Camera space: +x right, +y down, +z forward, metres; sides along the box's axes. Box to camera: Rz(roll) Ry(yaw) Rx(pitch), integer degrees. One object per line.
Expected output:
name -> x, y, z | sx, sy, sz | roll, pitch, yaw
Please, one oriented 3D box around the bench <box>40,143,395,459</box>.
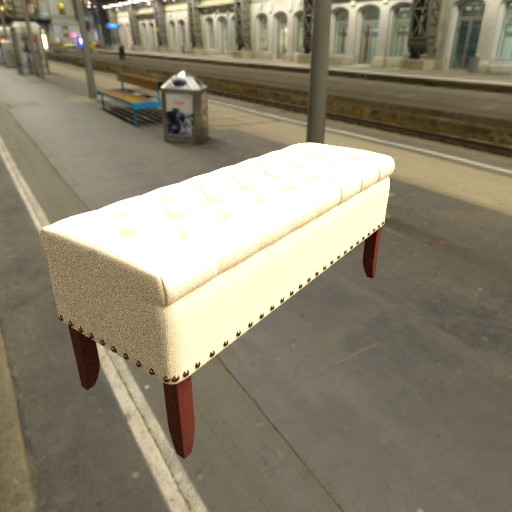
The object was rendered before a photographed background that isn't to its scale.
bench -> 0.000, 0.000, 1.300 | 0.400, 0.470, 1.054 | 18, 31, 32
